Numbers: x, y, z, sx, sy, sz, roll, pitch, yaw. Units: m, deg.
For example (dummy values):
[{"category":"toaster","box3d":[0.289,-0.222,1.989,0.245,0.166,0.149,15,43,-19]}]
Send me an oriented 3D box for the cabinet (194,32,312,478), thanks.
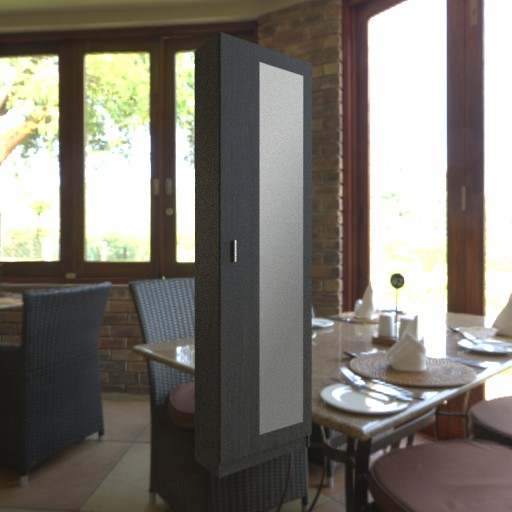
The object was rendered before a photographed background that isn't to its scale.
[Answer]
[{"category":"cabinet","box3d":[0.000,0.000,1.999,0.500,1.790,0.230,0,0,-36]}]
